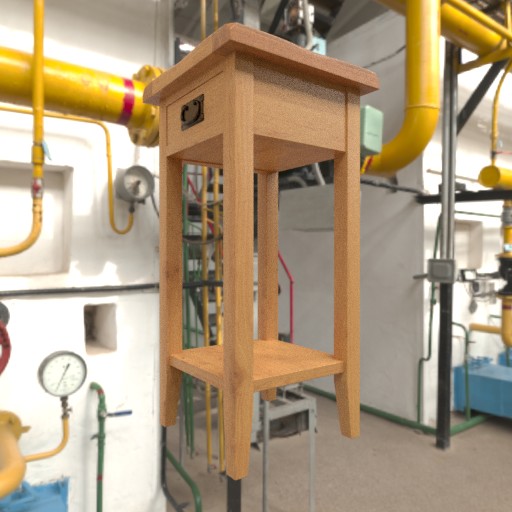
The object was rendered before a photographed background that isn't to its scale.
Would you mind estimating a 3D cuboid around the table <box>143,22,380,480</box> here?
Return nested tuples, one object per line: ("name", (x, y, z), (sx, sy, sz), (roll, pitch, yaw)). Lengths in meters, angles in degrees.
("table", (0.000, 0.000, 0.943), (0.360, 0.740, 0.360), (0, 1, -36))
